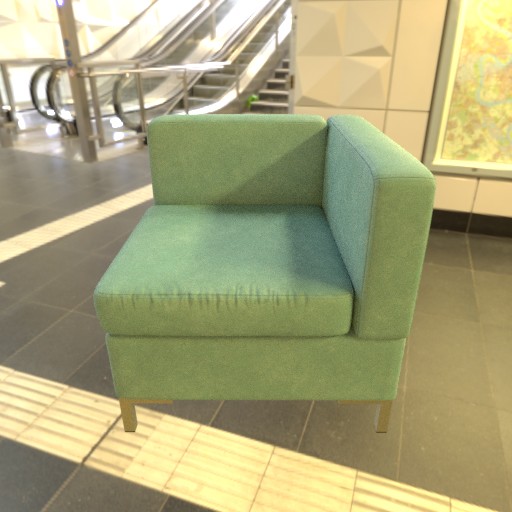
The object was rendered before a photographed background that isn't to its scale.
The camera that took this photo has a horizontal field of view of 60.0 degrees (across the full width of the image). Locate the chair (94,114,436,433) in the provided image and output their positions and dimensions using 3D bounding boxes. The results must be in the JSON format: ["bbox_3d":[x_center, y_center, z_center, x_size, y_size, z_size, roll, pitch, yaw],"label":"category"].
[{"bbox_3d":[0.000,0.000,1.206,0.680,0.660,0.680,0,26,0],"label":"chair"}]
